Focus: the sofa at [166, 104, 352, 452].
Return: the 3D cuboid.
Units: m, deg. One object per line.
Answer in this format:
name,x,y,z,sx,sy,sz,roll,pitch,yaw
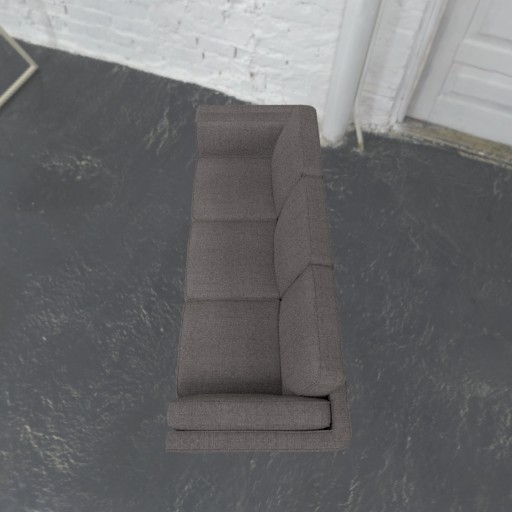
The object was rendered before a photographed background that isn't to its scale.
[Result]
sofa,0.000,0.000,2.832,0.903,0.899,2.362,0,58,0
